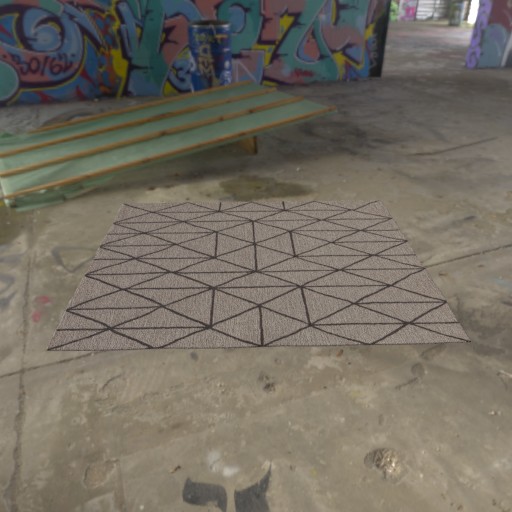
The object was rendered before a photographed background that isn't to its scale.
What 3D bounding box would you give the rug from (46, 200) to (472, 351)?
[{"bbox_3d":[0.000,0.000,4.188,3.061,0.022,2.468,-1,32,-1],"label":"rug"}]
